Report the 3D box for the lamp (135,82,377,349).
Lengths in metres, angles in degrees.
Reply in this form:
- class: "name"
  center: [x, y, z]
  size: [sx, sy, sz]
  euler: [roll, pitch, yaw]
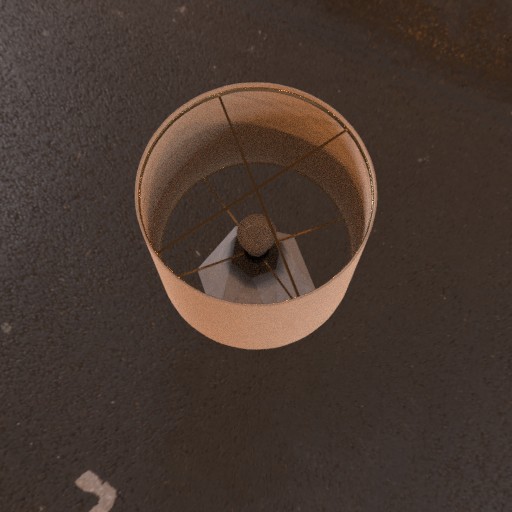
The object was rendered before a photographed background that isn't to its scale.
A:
- class: "lamp"
  center: [0.000, 0.000, 0.660]
  size: [0.276, 0.501, 0.276]
  euler: [0, 75, 0]
